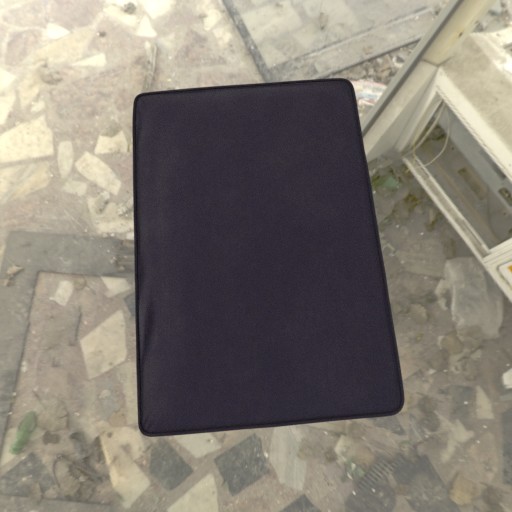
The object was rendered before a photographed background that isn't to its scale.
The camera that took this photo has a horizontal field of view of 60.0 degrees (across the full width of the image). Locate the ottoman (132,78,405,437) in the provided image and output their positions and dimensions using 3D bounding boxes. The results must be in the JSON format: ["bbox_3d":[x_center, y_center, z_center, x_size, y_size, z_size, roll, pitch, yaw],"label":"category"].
[{"bbox_3d":[0.000,0.000,1.320,0.637,0.503,0.938,-5,75,-1],"label":"ottoman"}]
